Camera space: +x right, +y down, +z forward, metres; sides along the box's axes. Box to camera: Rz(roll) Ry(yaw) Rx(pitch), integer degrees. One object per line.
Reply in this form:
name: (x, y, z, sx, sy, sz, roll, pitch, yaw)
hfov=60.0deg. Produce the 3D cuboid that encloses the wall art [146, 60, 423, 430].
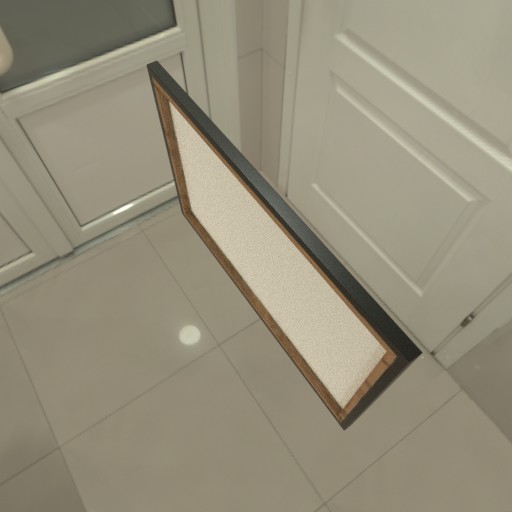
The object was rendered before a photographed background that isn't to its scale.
wall art: (0.000, 0.000, 0.846, 0.022, 0.446, 0.659, -31, 64, -17)
